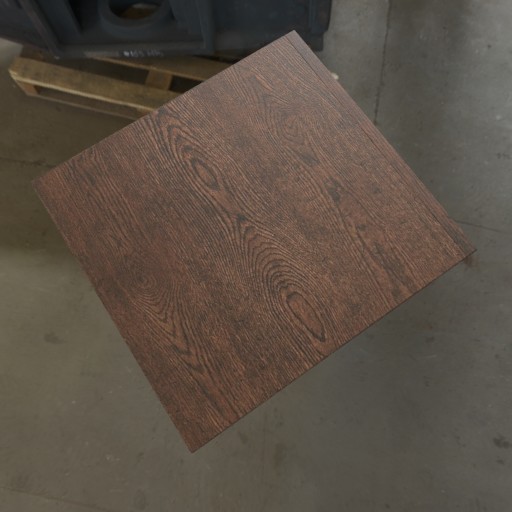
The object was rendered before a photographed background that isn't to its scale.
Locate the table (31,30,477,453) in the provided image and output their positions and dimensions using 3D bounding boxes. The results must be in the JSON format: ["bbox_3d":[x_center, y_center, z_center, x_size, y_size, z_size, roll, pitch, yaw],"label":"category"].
[{"bbox_3d":[0.000,0.000,1.004,0.566,0.582,0.506,-33,78,-8],"label":"table"}]
